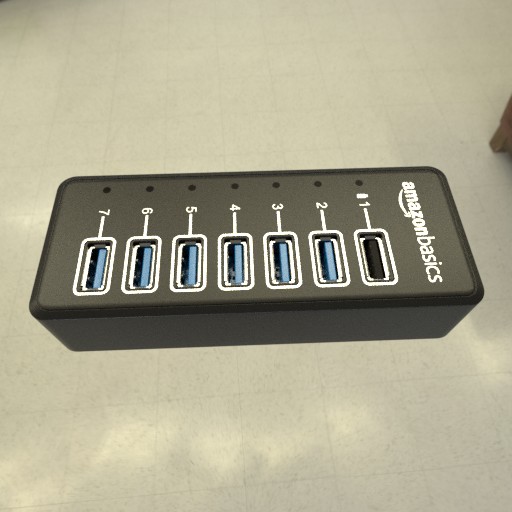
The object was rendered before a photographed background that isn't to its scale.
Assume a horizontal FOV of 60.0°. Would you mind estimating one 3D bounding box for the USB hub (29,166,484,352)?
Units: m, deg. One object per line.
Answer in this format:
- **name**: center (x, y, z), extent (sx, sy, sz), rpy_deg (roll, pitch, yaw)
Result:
- **USB hub**: center (0.000, 0.000, 0.125), extent (0.110, 0.023, 0.044), rpy_deg (-2, 59, -1)
